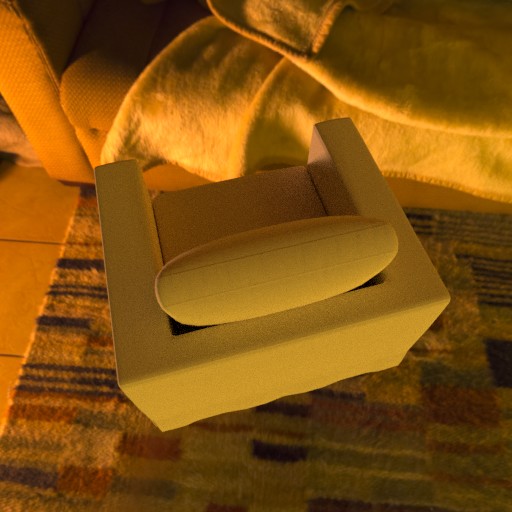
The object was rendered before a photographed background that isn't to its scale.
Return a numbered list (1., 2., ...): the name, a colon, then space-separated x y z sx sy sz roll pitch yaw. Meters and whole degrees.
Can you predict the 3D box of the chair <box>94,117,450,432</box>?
1. chair: 0.000 0.000 1.810 1.150 0.878 0.957 -13 59 -8
